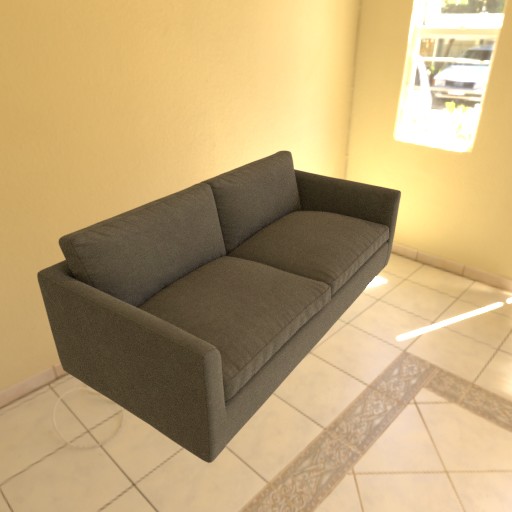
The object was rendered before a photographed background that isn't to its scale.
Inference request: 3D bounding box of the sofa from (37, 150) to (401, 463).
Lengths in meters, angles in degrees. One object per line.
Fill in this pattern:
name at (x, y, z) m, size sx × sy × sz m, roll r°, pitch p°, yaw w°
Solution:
sofa at (0.000, 0.000, 2.805) m, size 1.092 × 0.838 × 2.257 m, roll 18°, pitch 32°, yaw 30°
